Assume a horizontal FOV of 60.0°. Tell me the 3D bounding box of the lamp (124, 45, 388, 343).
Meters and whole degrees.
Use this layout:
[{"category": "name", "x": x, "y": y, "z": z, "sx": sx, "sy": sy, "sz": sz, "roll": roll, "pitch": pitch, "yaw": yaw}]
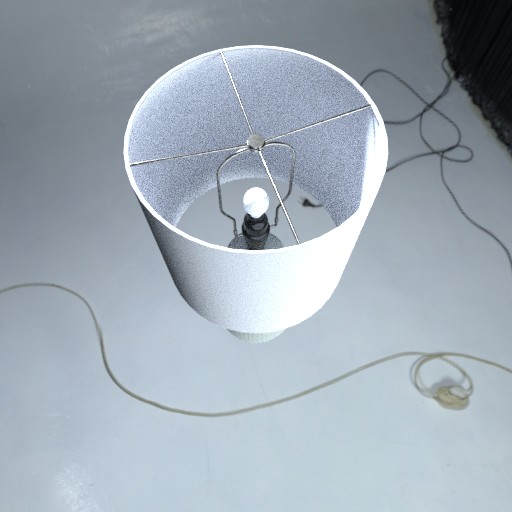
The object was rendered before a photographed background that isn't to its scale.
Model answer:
[{"category": "lamp", "x": 0.000, "y": 0.000, "z": 0.569, "sx": 0.217, "sy": 0.453, "sz": 0.217, "roll": -16, "pitch": 65, "yaw": -8}]
